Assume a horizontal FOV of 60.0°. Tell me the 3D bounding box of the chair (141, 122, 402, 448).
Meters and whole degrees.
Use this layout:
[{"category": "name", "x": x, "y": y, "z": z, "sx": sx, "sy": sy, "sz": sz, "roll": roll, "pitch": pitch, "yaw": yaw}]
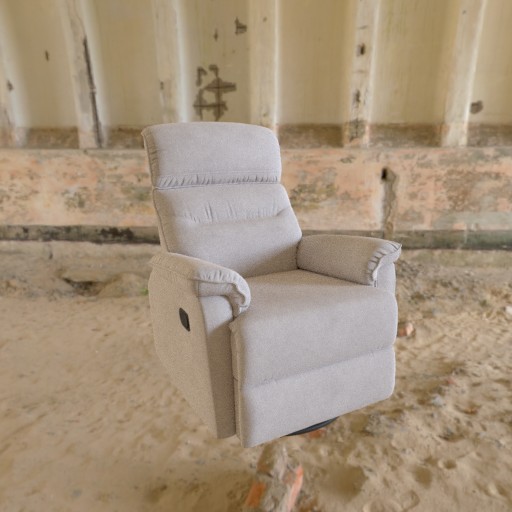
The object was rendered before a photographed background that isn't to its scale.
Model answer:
[{"category": "chair", "x": 0.000, "y": 0.000, "z": 1.751, "sx": 0.820, "sy": 1.039, "sz": 1.001, "roll": -8, "pitch": 17, "yaw": -27}]
